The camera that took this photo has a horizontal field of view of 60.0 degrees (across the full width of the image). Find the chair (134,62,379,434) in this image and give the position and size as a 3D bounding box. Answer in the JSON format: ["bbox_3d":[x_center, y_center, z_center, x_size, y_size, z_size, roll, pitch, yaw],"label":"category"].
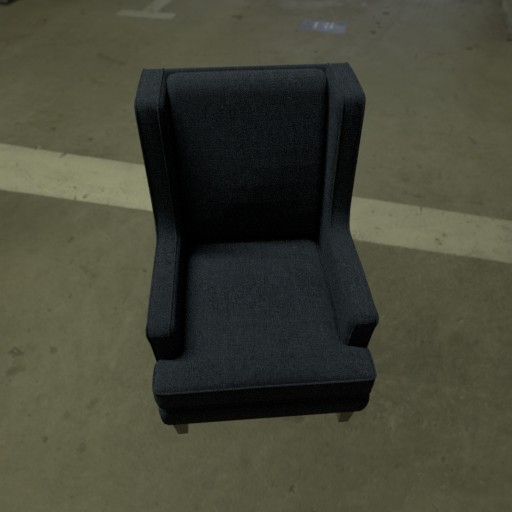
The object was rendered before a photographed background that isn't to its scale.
[{"bbox_3d":[0.000,0.000,1.674,0.764,1.072,0.947,-3,46,-3],"label":"chair"}]
